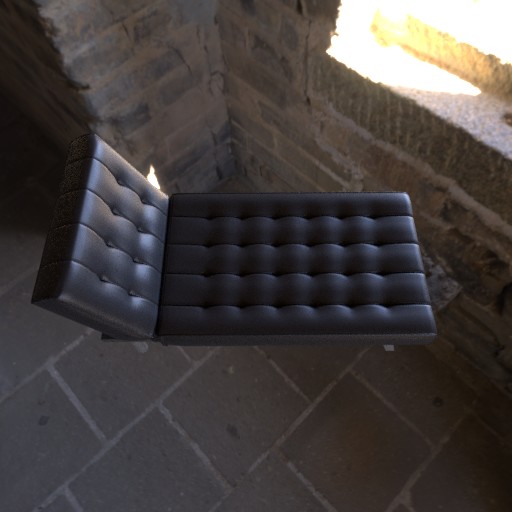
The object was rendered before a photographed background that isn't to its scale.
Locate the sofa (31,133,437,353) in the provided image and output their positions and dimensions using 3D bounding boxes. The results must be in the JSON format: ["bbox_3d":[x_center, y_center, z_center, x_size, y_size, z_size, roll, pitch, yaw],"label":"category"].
[{"bbox_3d":[0.000,0.000,2.009,1.560,0.820,0.760,0,62,0],"label":"sofa"}]
